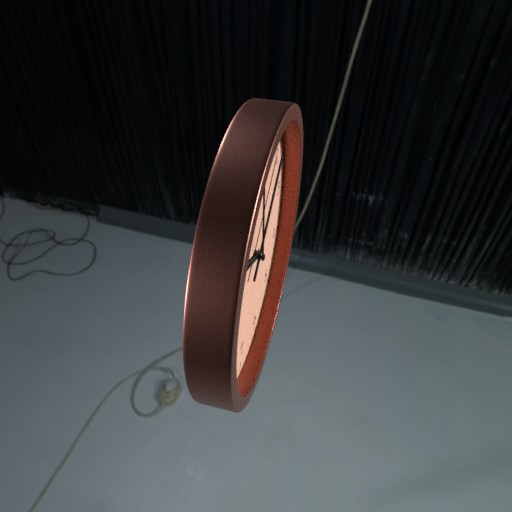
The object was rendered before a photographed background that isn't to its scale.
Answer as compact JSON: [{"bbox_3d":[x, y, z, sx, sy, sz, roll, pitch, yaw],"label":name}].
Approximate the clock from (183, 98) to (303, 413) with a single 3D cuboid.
[{"bbox_3d":[0.000,0.000,0.470,0.040,0.313,0.313,11,47,10],"label":"clock"}]
